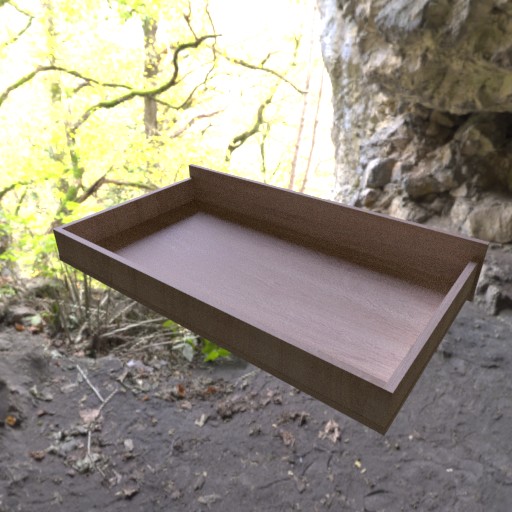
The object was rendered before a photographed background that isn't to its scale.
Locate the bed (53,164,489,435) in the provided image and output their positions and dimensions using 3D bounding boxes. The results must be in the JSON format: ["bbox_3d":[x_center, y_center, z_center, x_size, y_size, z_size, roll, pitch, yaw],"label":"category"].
[{"bbox_3d":[0.000,0.000,1.424,1.200,0.209,0.685,21,35,32],"label":"bed"}]
